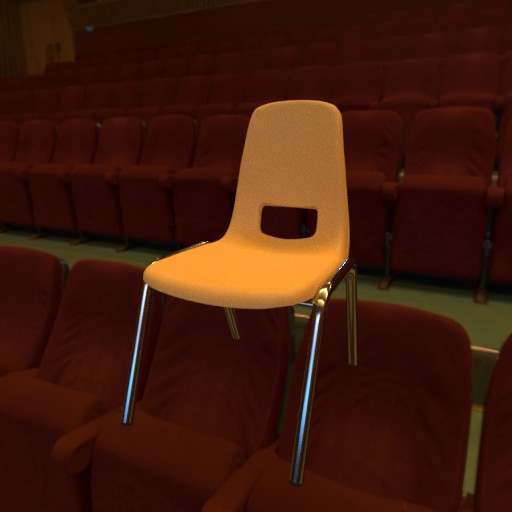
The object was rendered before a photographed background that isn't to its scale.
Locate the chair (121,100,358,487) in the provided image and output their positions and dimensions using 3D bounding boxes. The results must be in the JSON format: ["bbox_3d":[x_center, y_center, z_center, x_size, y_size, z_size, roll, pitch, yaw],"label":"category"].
[{"bbox_3d":[0.000,0.000,0.844,0.354,0.586,0.423,7,17,25],"label":"chair"}]
